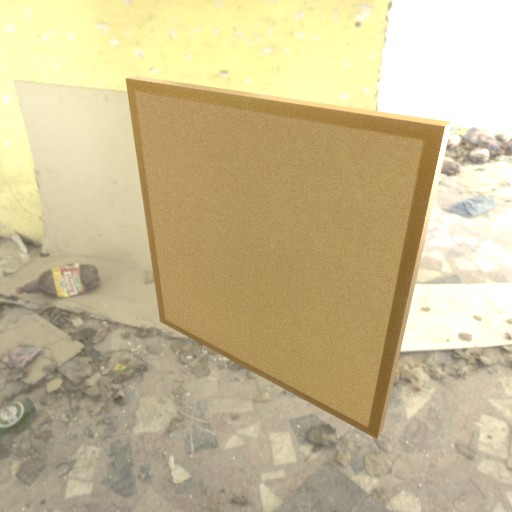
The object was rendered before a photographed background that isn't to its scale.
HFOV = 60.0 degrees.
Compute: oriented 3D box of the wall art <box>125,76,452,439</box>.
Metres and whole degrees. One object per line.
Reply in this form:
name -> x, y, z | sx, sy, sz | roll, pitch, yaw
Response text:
wall art -> 0.000, 0.000, 1.096 | 0.762, 0.760, 0.037 | 21, 37, 30
